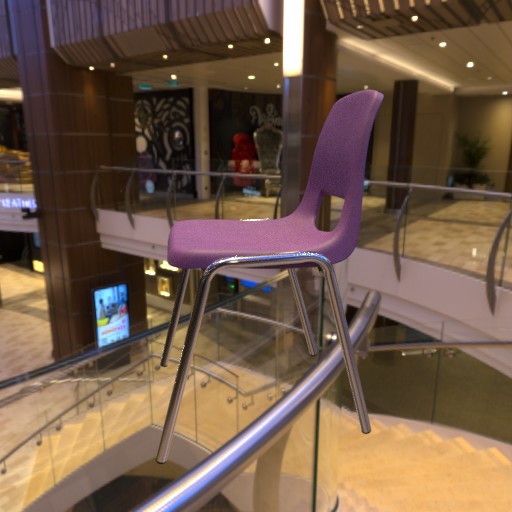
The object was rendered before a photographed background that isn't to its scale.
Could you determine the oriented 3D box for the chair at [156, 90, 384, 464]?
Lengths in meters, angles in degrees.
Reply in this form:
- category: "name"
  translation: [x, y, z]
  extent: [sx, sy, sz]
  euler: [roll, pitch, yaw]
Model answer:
- category: "chair"
  translation: [0.000, 0.000, 0.923]
  extent: [0.432, 0.654, 0.381]
  euler: [-3, 14, -10]
